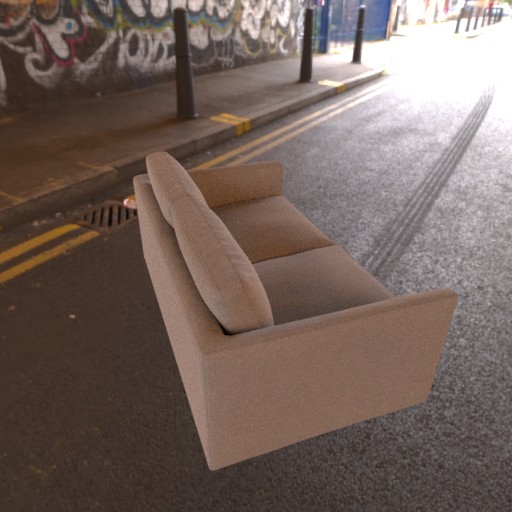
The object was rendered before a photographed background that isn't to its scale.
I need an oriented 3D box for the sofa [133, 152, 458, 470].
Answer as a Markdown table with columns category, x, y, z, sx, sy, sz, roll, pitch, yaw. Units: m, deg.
| category | x | y | z | sx | sy | sz | roll | pitch | yaw |
| --- | --- | --- | --- | --- | --- | --- | --- | --- | --- |
| sofa | 0.000 | 0.000 | 2.515 | 1.091 | 0.839 | 1.905 | -10 | 31 | -18 |
